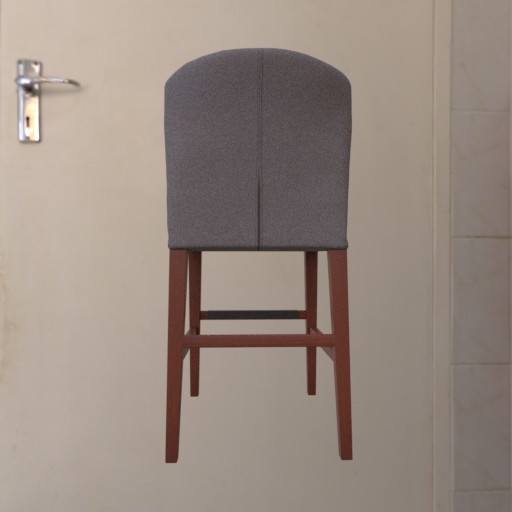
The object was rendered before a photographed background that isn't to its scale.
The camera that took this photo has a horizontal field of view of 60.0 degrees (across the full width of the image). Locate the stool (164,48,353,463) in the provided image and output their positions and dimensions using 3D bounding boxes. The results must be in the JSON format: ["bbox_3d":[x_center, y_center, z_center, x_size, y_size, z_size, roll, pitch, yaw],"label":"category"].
[{"bbox_3d":[0.000,0.000,1.297,0.481,0.968,0.568,0,0,-2],"label":"stool"}]
